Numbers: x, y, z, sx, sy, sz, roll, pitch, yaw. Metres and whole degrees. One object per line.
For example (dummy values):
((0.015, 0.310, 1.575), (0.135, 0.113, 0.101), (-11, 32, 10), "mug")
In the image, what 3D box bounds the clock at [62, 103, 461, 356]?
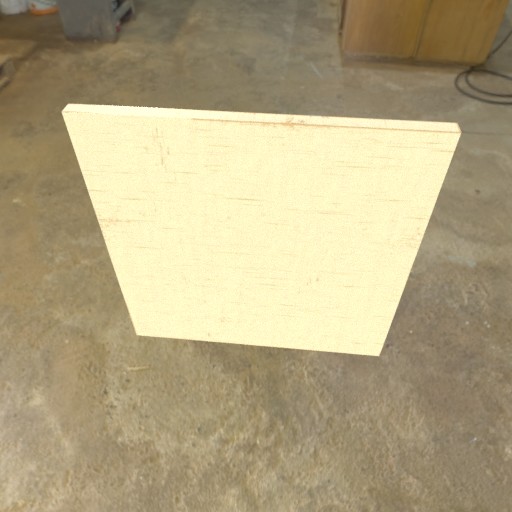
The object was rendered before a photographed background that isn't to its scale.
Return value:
((0.000, 0.000, 1.040), (0.705, 0.705, 0.032), (4, 46, 4), "clock")
